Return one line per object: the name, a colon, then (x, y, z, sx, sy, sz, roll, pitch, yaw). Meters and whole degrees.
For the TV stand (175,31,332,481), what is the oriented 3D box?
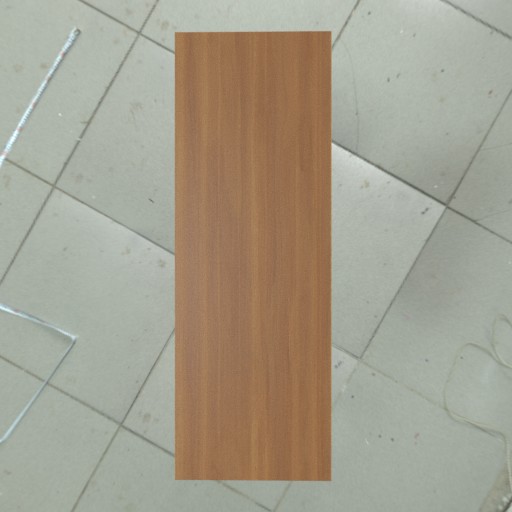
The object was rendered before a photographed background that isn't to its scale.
TV stand: (0.000, 0.000, 1.459, 0.417, 0.607, 1.181, 0, 90, 1)
